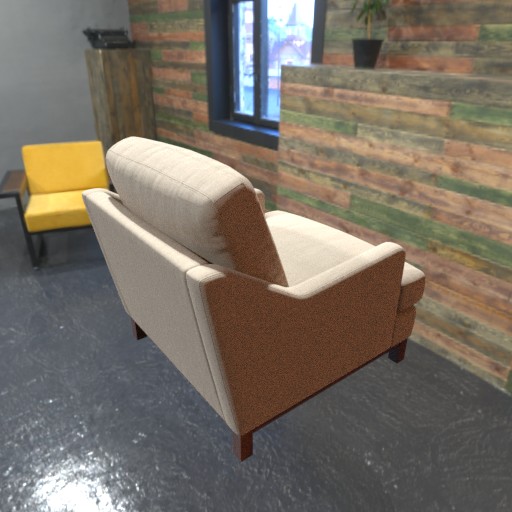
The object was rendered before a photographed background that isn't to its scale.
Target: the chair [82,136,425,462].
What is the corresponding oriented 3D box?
[{"bbox_3d":[0.000,0.000,1.730,1.001,0.916,0.912,-18,31,-33],"label":"chair"}]
